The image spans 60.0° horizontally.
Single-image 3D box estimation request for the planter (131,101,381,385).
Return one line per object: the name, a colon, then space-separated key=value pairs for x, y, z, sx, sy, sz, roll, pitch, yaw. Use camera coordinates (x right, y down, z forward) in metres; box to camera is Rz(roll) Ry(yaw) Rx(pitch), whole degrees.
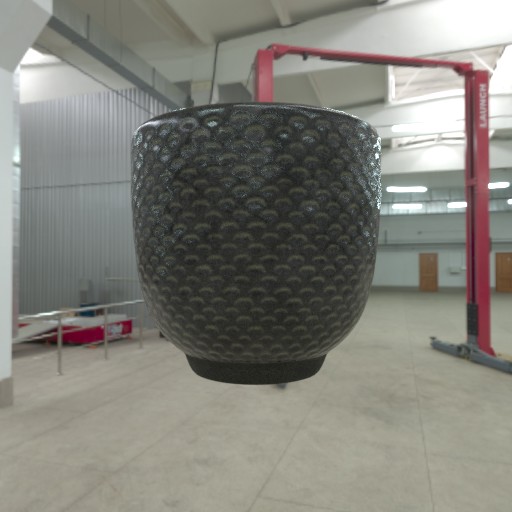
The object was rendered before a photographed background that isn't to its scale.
planter: x=0.000 y=0.000 z=0.315 sx=0.172 sy=0.160 sz=0.172 roll=0 pitch=-1 yaw=0
